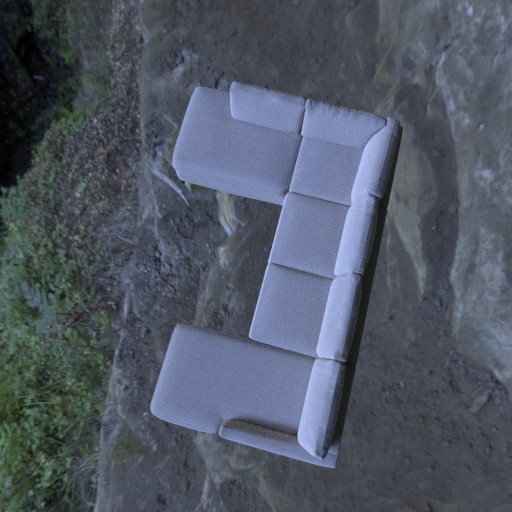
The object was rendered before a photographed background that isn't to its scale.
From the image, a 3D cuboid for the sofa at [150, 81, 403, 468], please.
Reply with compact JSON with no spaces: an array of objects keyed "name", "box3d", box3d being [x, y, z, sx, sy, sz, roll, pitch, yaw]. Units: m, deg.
[{"name":"sofa","box3d":[0.000,0.000,3.855,1.989,0.862,2.984,14,76,4]}]
